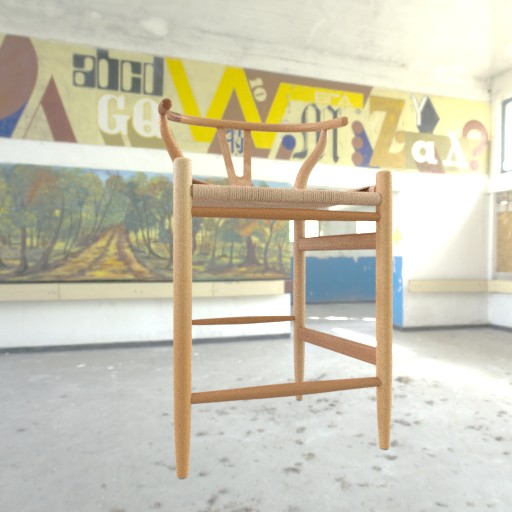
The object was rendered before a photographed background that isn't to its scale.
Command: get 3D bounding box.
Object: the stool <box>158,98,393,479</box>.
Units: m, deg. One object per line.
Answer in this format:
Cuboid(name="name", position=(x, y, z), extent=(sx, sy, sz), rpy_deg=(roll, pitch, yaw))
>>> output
Cuboid(name="stool", position=(0.000, 0.000, 1.250), extent=(0.536, 0.923, 0.575), rpy_deg=(0, 0, -17))
